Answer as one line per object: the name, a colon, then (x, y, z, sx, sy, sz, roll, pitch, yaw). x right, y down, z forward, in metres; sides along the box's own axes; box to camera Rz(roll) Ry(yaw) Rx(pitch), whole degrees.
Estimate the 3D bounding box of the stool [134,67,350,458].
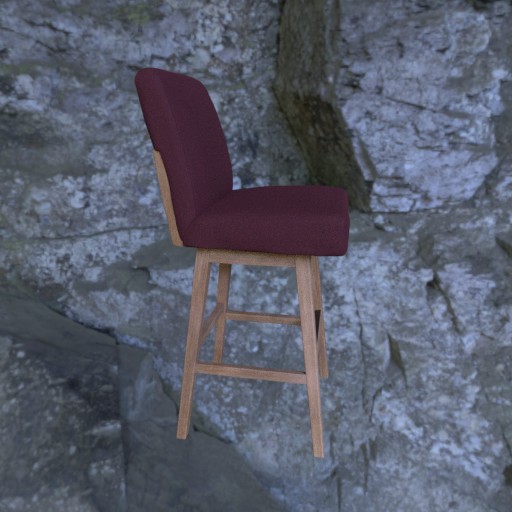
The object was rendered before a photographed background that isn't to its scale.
stool: (0.000, 0.000, 1.411, 0.562, 1.093, 0.468, 3, 18, 10)
